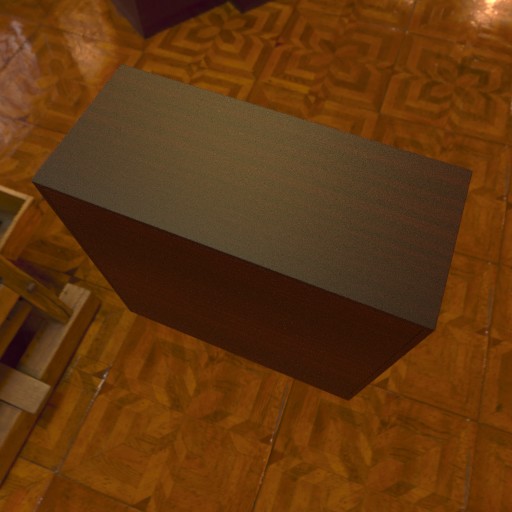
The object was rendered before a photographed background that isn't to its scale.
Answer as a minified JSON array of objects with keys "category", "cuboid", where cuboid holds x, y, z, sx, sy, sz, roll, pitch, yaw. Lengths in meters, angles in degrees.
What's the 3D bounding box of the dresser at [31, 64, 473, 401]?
[{"category":"dresser","cuboid":[0.000,0.000,1.149,0.750,0.720,0.360,20,65,10]}]
